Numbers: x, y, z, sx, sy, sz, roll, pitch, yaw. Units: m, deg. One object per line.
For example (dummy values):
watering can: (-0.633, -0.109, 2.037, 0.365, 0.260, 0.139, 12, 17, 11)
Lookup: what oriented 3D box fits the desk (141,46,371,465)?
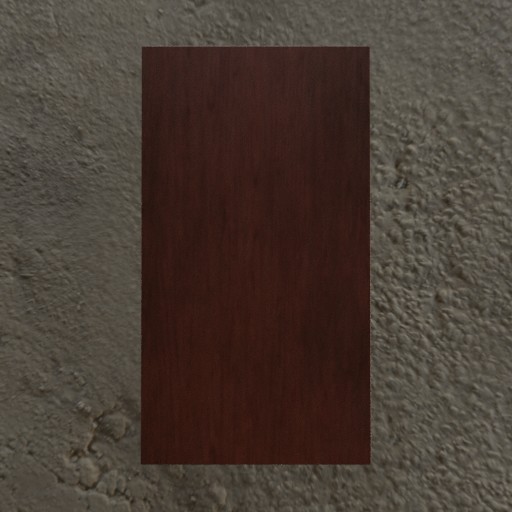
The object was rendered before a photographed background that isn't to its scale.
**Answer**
desk: (0.000, 0.000, 1.439, 0.549, 0.762, 1.001, 0, 89, 0)
